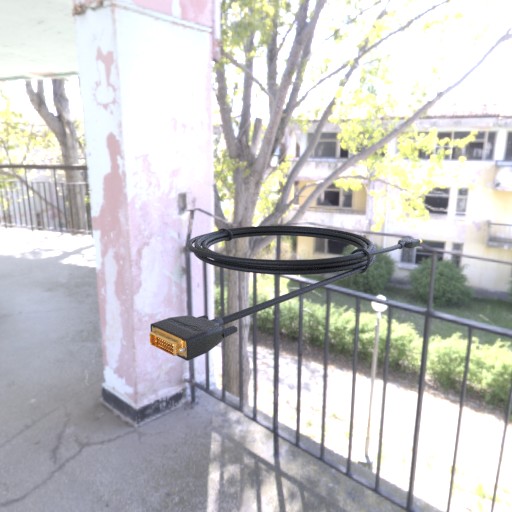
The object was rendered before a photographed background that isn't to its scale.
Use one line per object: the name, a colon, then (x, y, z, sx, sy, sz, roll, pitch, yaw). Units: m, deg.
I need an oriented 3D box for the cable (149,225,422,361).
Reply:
cable: (0.000, 0.000, 0.520, 0.257, 0.030, 0.422, 12, 18, 41)
